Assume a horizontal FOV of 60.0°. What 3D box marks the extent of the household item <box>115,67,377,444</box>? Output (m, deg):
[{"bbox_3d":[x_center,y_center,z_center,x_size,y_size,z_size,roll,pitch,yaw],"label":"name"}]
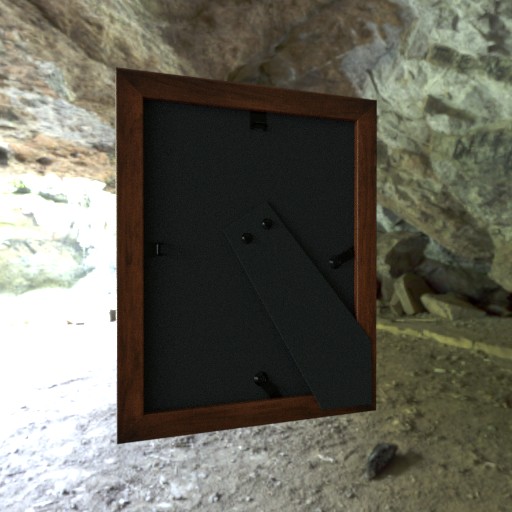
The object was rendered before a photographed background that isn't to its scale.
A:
[{"bbox_3d":[0.000,0.000,0.332,0.200,0.250,0.020,0,1,-18],"label":"household item"}]
